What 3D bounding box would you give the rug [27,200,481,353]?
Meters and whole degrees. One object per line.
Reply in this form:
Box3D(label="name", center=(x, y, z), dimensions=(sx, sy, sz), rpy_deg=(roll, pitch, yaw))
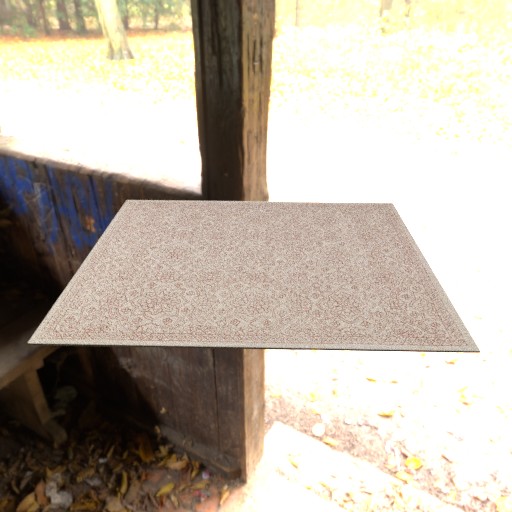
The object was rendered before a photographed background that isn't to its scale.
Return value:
Box3D(label="rug", center=(0.000, 0.000, 4.019), dimensions=(3.050, 0.015, 2.441), rpy_deg=(1, 31, 1))
